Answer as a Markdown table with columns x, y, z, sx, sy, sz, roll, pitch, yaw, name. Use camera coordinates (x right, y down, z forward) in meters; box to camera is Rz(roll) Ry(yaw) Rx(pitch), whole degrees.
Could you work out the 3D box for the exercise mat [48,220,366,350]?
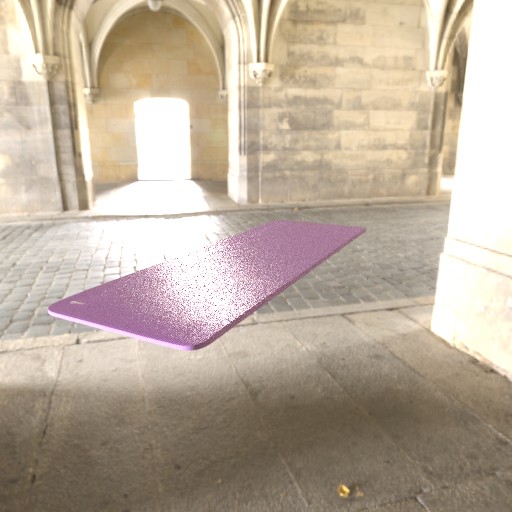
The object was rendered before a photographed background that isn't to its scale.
| x | y | z | sx | sy | sz | roll | pitch | yaw | name |
| --- | --- | --- | --- | --- | --- | --- | --- | --- | --- |
| 0.000 | 0.000 | 2.095 | 0.616 | 0.021 | 1.869 | 7 | 16 | 26 | exercise mat |
